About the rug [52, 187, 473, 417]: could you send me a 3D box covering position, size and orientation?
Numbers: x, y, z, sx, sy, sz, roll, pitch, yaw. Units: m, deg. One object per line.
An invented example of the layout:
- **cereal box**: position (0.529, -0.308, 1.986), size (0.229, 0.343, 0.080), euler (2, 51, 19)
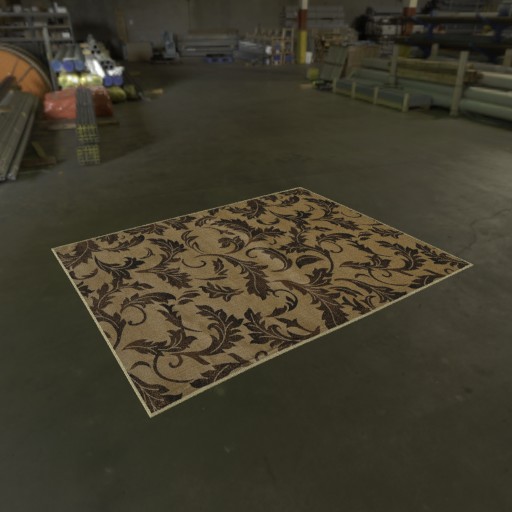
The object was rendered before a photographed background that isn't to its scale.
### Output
- **rug**: position (0.000, 0.000, 3.977), size (2.977, 0.008, 2.380), euler (-18, 33, -30)
